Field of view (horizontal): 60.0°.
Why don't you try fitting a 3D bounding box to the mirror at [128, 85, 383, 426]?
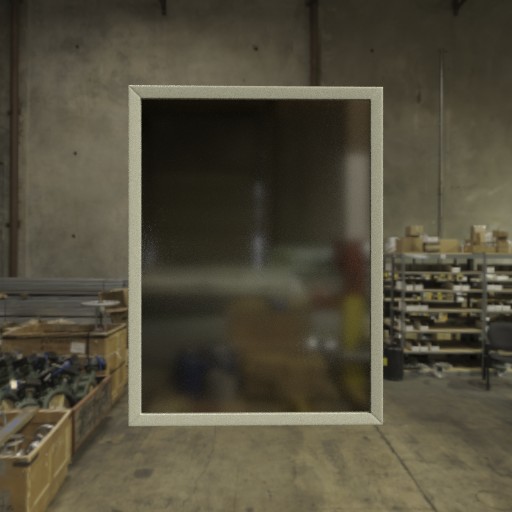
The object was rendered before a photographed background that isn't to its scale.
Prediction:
[{"bbox_3d":[0.000,0.000,1.347,0.762,1.016,0.040,0,0,-1],"label":"mirror"}]
